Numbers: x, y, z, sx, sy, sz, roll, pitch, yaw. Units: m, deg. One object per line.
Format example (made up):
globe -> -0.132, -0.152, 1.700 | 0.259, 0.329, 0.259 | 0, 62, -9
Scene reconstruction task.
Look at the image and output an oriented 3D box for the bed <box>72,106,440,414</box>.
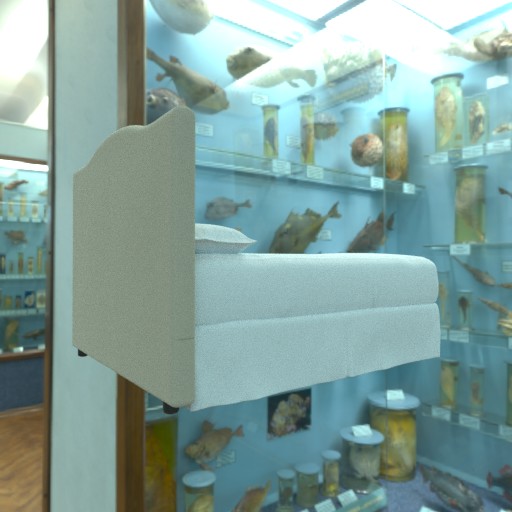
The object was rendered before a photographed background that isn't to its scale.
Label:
bed -> 0.000, 0.000, 3.221 | 2.143, 1.460, 1.753 | 1, -1, -36
